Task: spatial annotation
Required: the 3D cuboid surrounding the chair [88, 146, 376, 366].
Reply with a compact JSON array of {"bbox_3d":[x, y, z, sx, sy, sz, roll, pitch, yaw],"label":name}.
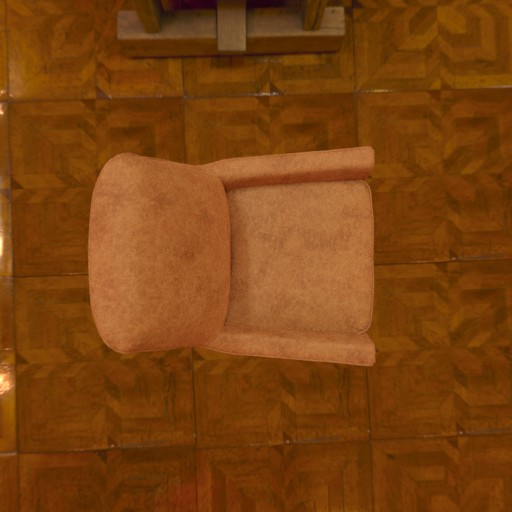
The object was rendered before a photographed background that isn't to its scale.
[{"bbox_3d":[0.000,0.000,1.528,0.851,0.883,0.753,0,89,-1],"label":"chair"}]
